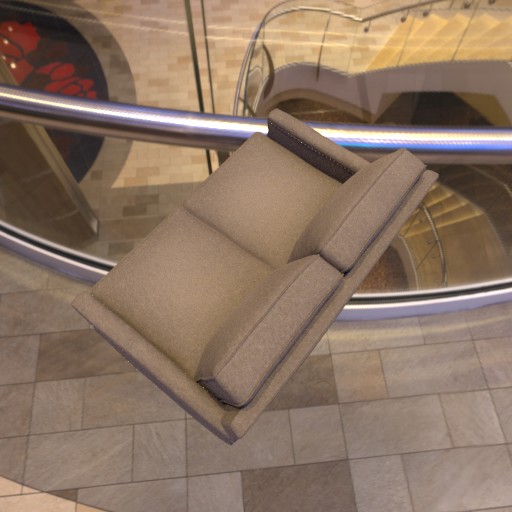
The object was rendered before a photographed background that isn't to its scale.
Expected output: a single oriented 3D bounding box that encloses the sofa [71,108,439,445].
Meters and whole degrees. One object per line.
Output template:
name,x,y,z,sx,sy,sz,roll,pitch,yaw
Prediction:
sofa,0.000,0.000,2.312,1.084,1.003,1.597,35,68,16
